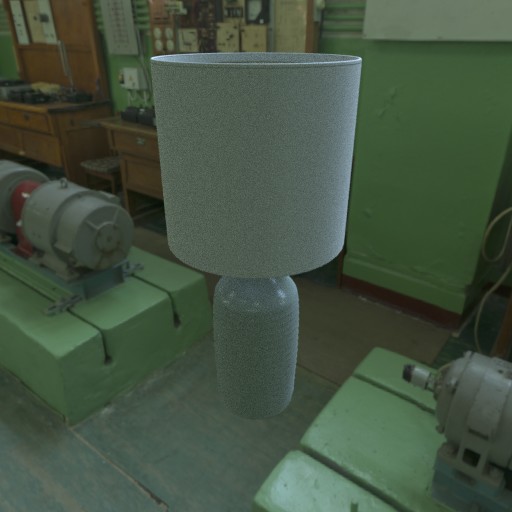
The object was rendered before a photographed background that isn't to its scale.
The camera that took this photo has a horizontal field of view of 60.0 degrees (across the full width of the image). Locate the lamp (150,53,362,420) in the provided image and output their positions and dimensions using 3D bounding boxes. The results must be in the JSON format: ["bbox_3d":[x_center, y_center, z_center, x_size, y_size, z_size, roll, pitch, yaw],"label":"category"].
[{"bbox_3d":[0.000,0.000,0.579,0.220,0.475,0.220,18,32,32],"label":"lamp"}]
